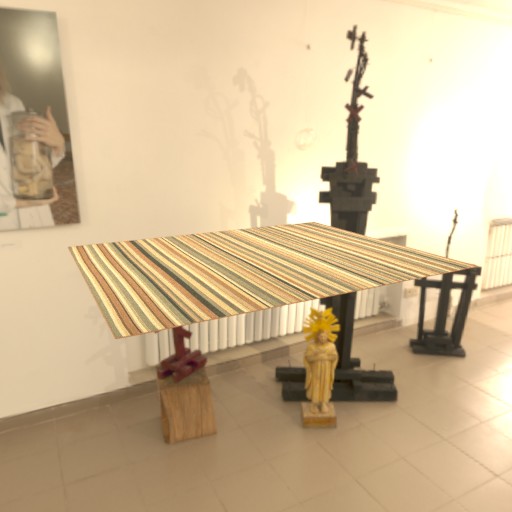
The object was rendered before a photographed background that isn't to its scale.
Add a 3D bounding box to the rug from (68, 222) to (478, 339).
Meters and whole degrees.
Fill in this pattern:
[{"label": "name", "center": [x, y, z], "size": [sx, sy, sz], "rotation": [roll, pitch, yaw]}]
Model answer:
[{"label": "rug", "center": [0.000, 0.000, 4.152], "size": [3.045, 0.011, 2.436], "rotation": [-8, 17, -27]}]
